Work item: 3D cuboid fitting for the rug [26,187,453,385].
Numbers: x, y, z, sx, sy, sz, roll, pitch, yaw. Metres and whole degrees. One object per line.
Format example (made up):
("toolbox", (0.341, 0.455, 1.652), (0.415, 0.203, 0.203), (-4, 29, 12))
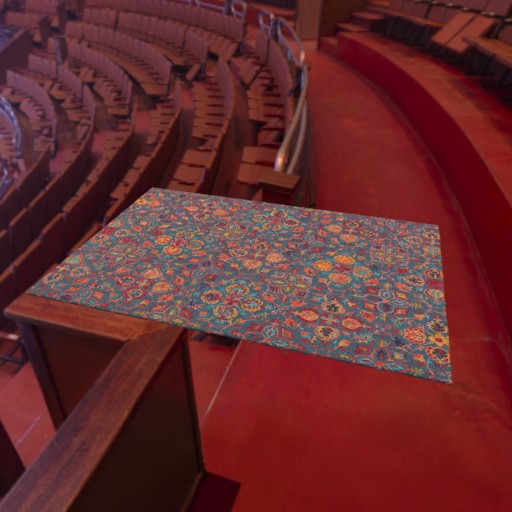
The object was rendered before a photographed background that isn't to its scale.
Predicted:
("rug", (0.000, 0.000, 2.290), (1.836, 0.014, 1.216), (9, 34, 14))
